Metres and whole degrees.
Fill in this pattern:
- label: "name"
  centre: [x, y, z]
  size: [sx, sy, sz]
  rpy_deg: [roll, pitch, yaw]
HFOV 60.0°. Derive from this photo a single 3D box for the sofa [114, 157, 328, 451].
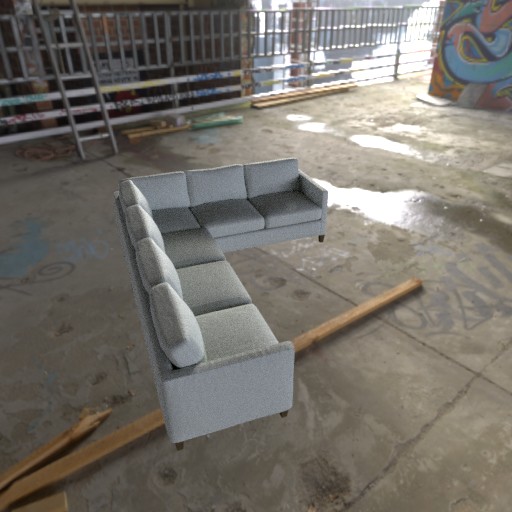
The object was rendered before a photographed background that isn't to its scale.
- label: "sofa"
  centre: [0.000, 0.000, 4.549]
  size: [2.522, 0.934, 3.333]
  rpy_deg: [-11, 32, -18]
